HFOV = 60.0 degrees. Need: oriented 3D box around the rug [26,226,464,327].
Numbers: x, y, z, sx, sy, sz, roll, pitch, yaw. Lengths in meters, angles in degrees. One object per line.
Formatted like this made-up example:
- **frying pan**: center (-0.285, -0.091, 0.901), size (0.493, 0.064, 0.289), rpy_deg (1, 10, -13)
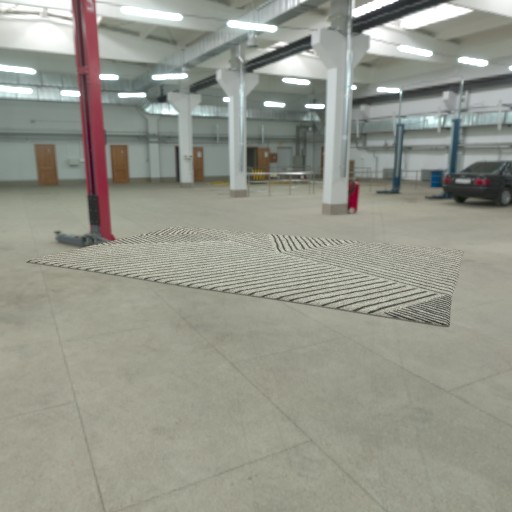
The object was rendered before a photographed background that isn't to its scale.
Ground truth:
- **rug**: center (0.000, 0.000, 2.870), size (2.406, 0.023, 1.539), rpy_deg (6, 14, 26)
